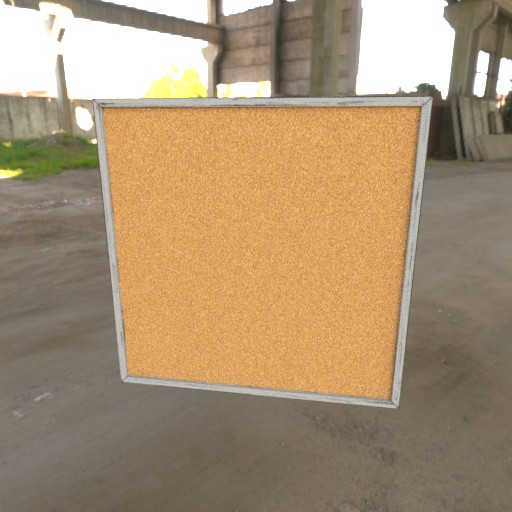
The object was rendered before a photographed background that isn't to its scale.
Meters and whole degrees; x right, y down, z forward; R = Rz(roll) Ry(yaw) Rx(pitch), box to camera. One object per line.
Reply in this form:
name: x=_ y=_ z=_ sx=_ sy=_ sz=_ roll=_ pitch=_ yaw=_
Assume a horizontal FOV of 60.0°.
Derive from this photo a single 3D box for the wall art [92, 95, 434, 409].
wall art: x=0.000 y=0.000 z=0.451 sx=0.303 sy=0.303 sz=0.036 roll=3 pitch=17 yaw=9
